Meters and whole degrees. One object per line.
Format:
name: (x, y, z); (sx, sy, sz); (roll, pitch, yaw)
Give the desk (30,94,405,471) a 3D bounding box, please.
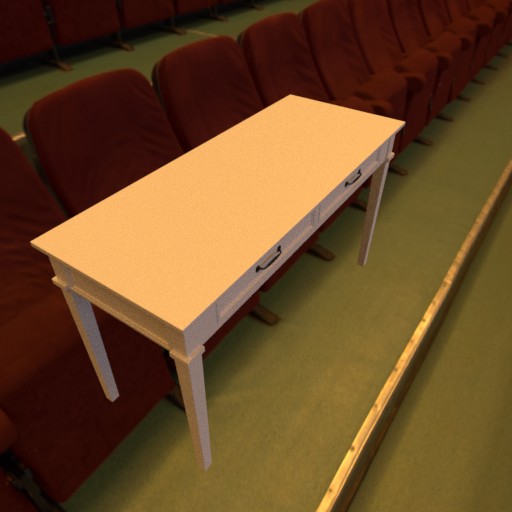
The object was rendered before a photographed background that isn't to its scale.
desk: (0.000, 0.000, 1.773); (0.559, 0.774, 1.372); (24, 45, 26)
